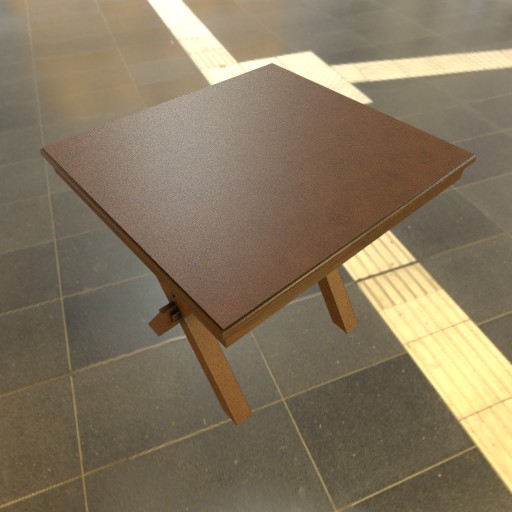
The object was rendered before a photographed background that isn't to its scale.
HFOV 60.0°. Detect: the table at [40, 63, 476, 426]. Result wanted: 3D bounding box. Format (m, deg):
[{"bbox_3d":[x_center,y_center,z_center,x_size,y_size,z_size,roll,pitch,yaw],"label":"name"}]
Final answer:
[{"bbox_3d":[0.000,0.000,1.030,0.602,0.562,0.560,-32,54,-28],"label":"table"}]
